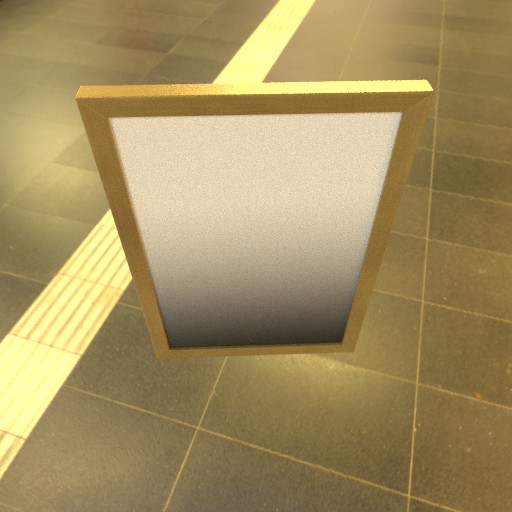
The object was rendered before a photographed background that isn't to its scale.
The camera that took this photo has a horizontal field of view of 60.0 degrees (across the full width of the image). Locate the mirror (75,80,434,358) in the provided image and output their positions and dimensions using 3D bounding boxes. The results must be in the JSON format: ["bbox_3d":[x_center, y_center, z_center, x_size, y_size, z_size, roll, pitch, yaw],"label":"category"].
[{"bbox_3d":[0.000,0.000,0.898,0.507,0.710,0.040,-2,47,-1],"label":"mirror"}]
